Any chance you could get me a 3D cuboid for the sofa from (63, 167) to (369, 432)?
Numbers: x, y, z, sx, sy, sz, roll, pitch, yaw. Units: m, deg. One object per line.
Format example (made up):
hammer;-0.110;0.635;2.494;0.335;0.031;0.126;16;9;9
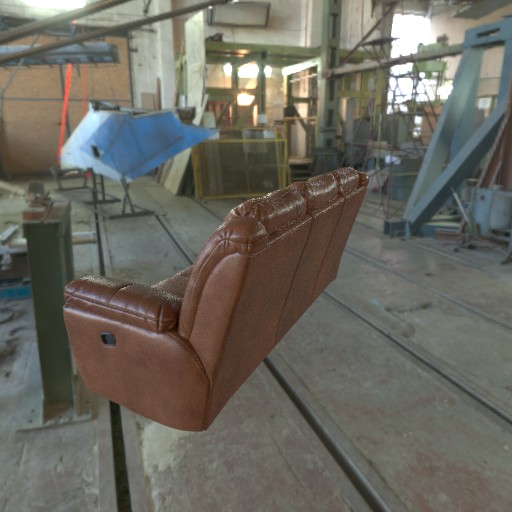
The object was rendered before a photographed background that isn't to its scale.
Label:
sofa;0.000;0.000;2.859;0.991;1.043;2.337;7;18;24
